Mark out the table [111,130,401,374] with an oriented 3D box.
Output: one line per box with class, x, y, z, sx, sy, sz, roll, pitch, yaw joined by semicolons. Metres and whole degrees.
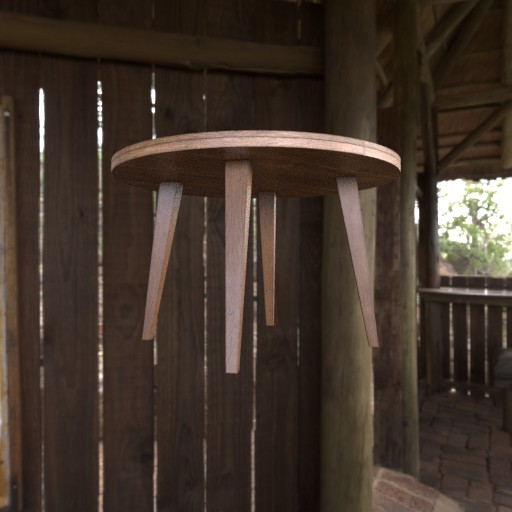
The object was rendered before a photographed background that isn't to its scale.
table;0.000;0.000;1.956;1.213;0.764;1.213;0;0;0
